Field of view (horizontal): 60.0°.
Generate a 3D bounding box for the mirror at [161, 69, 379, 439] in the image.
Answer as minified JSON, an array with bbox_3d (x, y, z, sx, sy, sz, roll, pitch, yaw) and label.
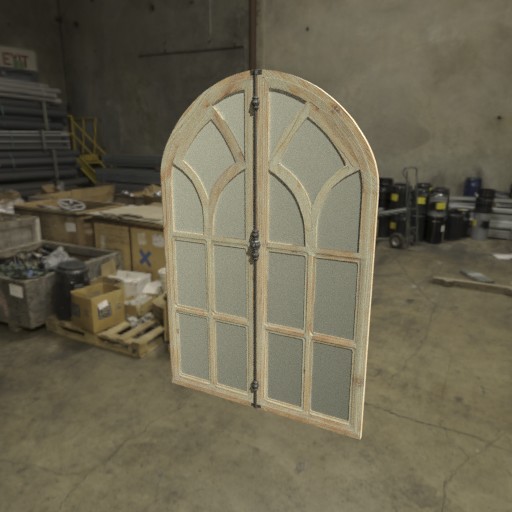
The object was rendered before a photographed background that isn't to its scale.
[{"bbox_3d":[0.000,0.000,1.170,0.609,0.915,0.032,8,17,26],"label":"mirror"}]
